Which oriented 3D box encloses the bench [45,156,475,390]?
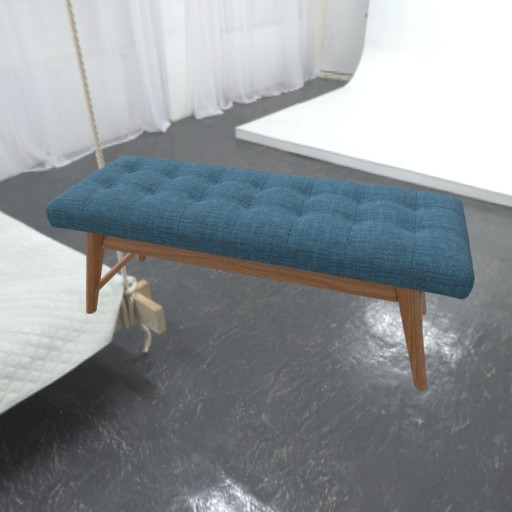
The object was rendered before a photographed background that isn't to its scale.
[{"bbox_3d":[0.000,0.000,1.344,1.118,0.432,0.406,10,34,15],"label":"bench"}]
